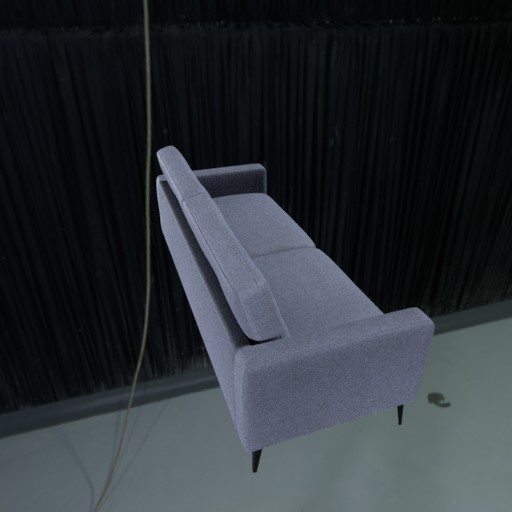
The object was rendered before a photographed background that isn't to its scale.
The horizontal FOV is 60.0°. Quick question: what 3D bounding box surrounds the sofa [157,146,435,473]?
[{"bbox_3d":[0.000,0.000,2.405,0.774,0.828,1.925,-10,32,-17],"label":"sofa"}]
